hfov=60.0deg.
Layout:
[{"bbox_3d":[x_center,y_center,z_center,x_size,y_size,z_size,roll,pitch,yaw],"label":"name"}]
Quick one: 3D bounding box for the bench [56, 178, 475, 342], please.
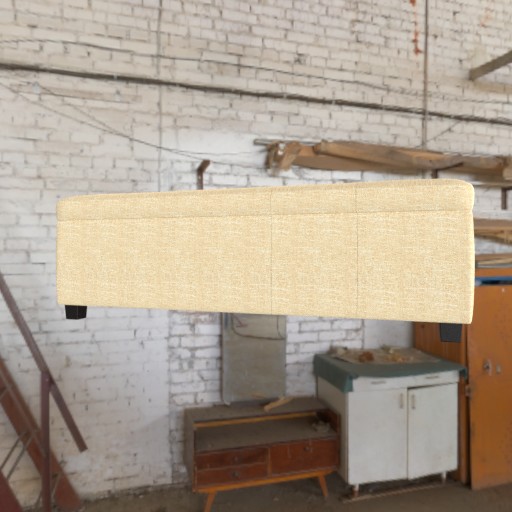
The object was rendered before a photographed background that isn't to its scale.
[{"bbox_3d":[0.000,0.000,1.426,1.219,0.406,0.432,0,1,18],"label":"bench"}]
